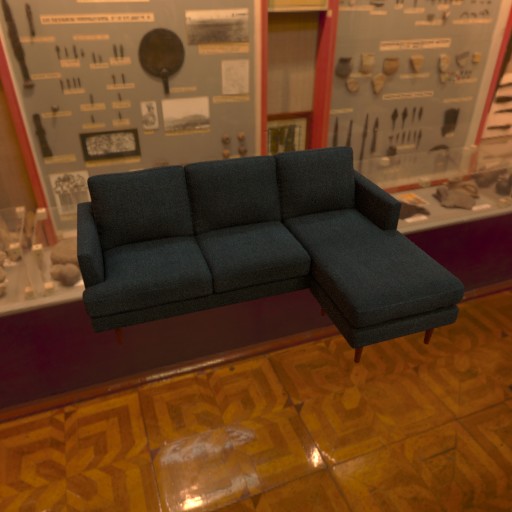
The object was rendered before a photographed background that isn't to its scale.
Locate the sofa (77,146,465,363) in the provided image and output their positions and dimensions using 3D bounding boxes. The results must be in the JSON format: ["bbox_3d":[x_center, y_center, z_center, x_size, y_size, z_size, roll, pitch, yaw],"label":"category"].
[{"bbox_3d":[0.000,0.000,2.992,2.233,0.956,1.504,-10,34,-16],"label":"sofa"}]
